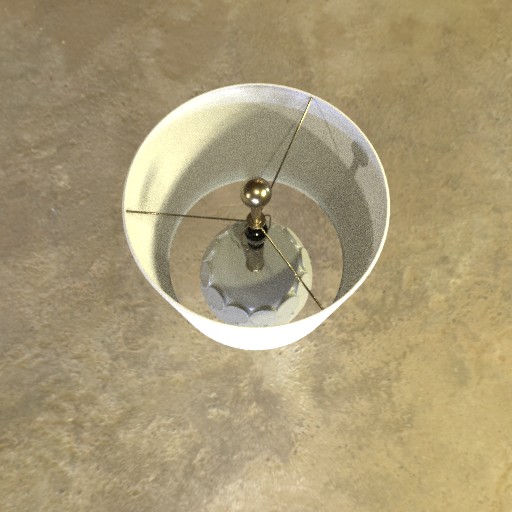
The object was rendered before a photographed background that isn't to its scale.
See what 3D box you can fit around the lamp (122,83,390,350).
[{"bbox_3d":[0.000,0.000,0.616,0.254,0.452,0.254,0,74,0],"label":"lamp"}]
